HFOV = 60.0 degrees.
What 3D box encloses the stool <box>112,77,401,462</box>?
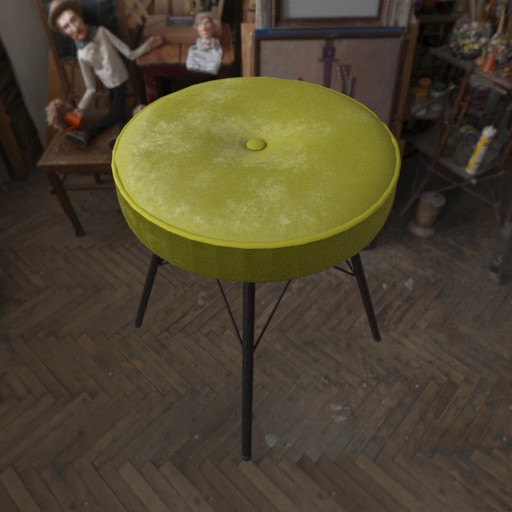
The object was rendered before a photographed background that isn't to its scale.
[{"bbox_3d":[0.000,0.000,0.811,0.409,0.508,0.409,-33,56,-26],"label":"stool"}]
